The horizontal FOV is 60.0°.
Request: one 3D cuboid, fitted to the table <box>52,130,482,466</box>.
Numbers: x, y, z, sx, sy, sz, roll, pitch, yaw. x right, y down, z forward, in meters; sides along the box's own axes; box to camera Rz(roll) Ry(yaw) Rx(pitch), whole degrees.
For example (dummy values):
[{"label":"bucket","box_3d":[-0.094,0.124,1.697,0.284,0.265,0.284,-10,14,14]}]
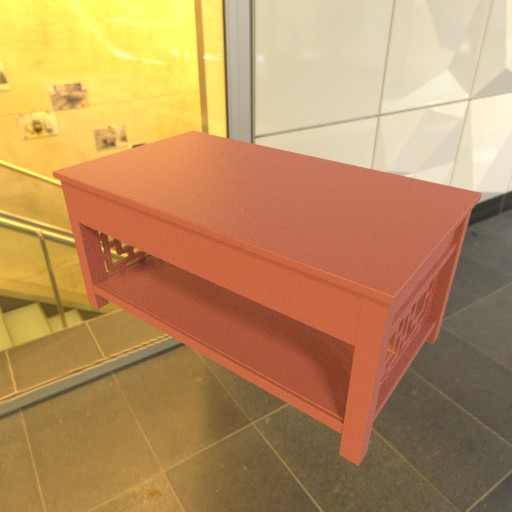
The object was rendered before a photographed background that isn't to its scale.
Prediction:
[{"label":"table","box_3d":[0.000,0.000,1.382,1.068,0.493,0.612,21,36,32]}]
